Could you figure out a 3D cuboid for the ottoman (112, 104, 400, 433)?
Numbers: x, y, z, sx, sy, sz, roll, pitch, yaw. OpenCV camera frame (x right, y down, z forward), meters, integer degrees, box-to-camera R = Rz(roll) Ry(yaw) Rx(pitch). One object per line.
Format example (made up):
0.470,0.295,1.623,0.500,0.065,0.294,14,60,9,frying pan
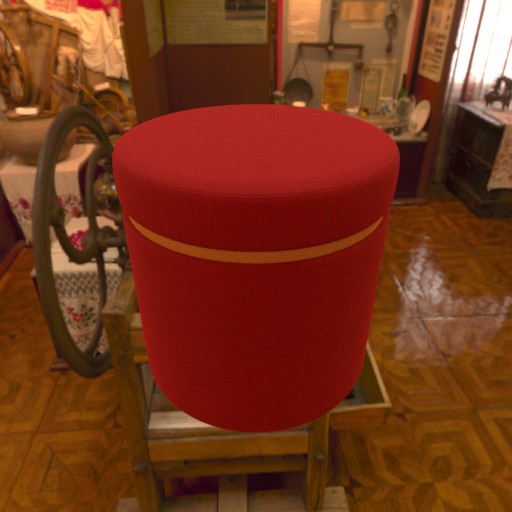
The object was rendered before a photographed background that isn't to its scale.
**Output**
0.000,0.000,0.733,0.400,0.406,0.400,0,32,0,ottoman
